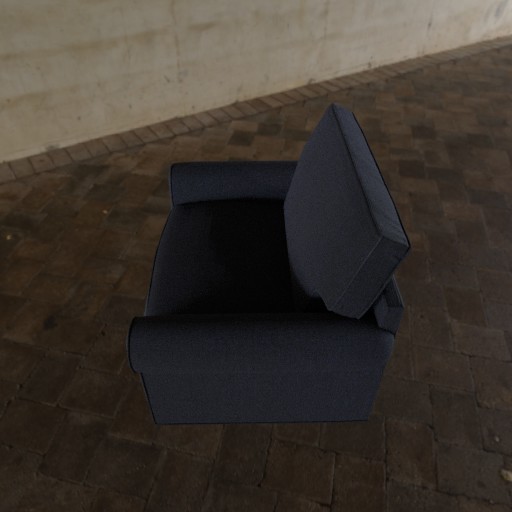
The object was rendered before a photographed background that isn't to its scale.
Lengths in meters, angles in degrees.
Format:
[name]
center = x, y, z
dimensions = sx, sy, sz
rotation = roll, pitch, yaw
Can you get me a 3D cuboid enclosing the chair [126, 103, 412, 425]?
[chair]
center = 0.000, 0.000, 2.023
dimensions = 0.963, 1.044, 1.285
rotation = -1, 41, -1
